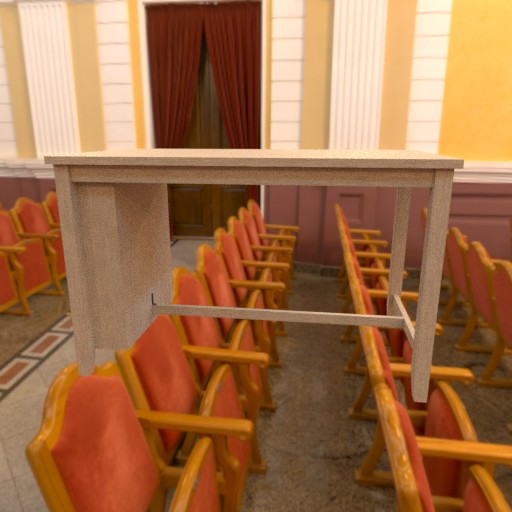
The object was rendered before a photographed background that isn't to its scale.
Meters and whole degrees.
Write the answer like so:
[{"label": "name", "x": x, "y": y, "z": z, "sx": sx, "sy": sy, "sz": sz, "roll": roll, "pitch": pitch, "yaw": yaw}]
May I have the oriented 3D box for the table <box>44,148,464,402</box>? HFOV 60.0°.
[{"label": "table", "x": 0.000, "y": 0.000, "z": 1.923, "sx": 1.397, "sy": 0.874, "sz": 0.729, "roll": 2, "pitch": 16, "yaw": 8}]
